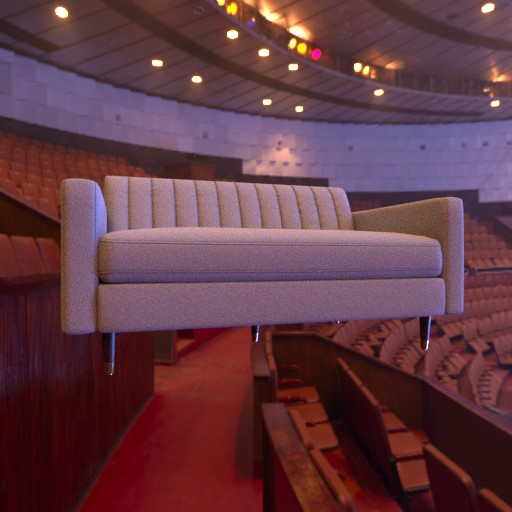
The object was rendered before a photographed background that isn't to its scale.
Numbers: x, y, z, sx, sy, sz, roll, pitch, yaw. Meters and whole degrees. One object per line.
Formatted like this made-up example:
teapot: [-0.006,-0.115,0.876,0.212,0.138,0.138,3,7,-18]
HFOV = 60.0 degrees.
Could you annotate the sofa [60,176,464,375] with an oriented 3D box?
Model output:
sofa: [0.000,0.000,2.063,1.585,0.801,0.950,0,0,-18]
